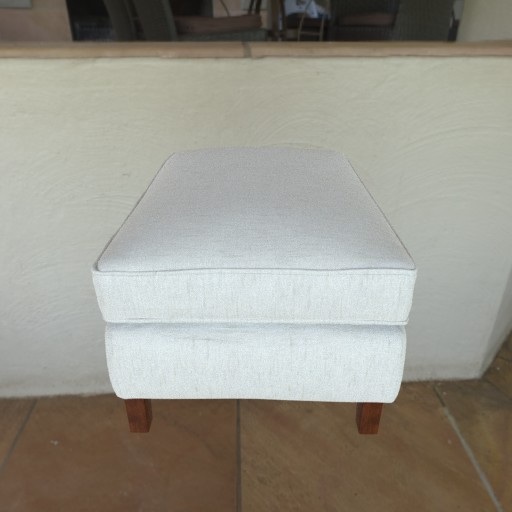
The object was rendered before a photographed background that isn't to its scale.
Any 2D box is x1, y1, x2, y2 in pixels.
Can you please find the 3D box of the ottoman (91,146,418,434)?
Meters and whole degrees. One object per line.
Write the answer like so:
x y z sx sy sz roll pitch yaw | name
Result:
0.000 0.000 0.960 0.501 0.406 0.665 0 27 1 | ottoman
